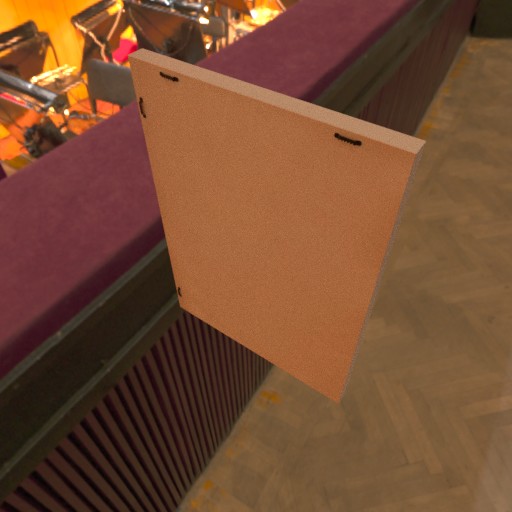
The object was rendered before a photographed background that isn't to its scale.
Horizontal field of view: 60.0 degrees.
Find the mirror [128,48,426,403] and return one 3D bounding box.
[{"bbox_3d":[0.000,0.000,0.918,0.507,0.710,0.040,27,53,23],"label":"mirror"}]
